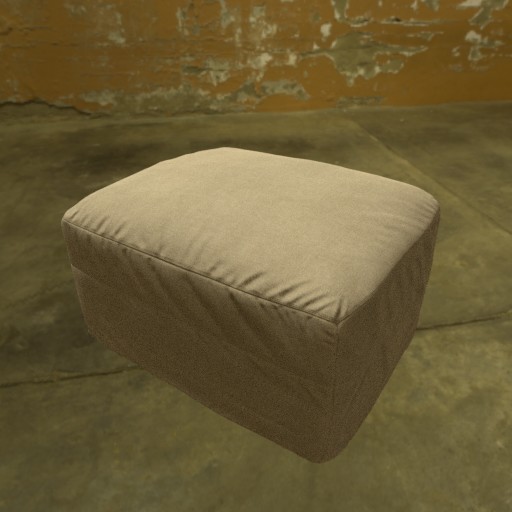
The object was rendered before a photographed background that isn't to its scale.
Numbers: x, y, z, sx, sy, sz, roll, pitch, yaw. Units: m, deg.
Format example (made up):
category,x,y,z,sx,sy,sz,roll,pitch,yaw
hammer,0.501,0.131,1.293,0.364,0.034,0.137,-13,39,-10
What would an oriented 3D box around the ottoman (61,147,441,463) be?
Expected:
category,x,y,z,sx,sy,sz,roll,pitch,yaw
ottoman,0.000,0.000,1.235,0.837,0.481,0.683,20,36,29
